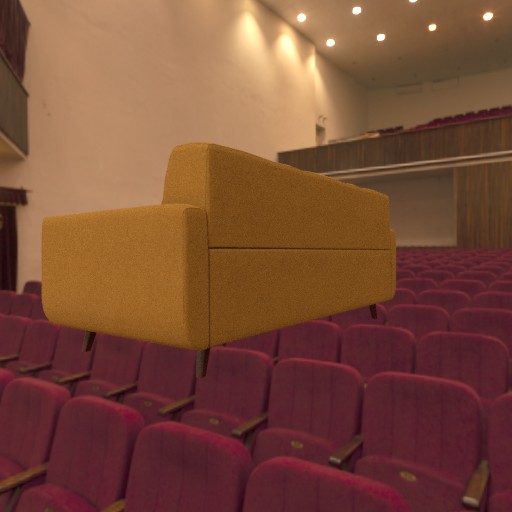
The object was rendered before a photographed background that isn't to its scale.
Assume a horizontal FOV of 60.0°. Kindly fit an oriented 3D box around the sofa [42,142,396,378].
[{"bbox_3d":[0.000,0.000,2.469,0.909,0.841,2.029,0,1,36],"label":"sofa"}]
